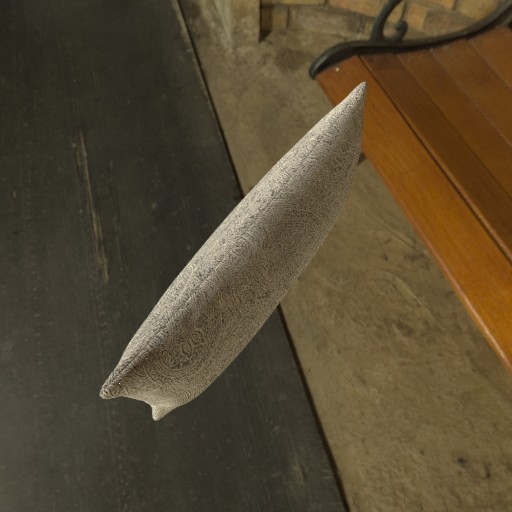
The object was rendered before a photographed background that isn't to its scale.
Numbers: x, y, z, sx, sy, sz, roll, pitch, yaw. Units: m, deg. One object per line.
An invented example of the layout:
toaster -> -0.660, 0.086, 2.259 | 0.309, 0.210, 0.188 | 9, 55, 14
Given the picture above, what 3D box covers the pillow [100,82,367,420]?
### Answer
pillow -> 0.000, 0.000, 0.749 | 0.151, 0.295, 0.615 | 33, 68, 15
